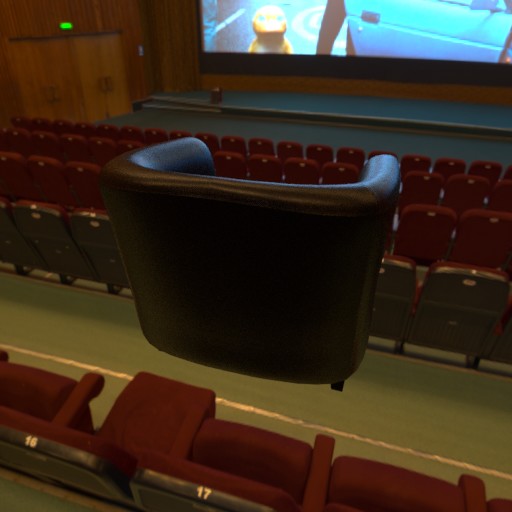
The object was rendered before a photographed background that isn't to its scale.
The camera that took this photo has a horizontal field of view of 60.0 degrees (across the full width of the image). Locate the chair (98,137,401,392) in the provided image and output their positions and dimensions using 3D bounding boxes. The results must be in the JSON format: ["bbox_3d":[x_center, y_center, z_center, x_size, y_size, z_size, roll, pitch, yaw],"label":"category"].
[{"bbox_3d":[0.000,0.000,1.399,0.793,0.756,0.727,9,32,14],"label":"chair"}]
